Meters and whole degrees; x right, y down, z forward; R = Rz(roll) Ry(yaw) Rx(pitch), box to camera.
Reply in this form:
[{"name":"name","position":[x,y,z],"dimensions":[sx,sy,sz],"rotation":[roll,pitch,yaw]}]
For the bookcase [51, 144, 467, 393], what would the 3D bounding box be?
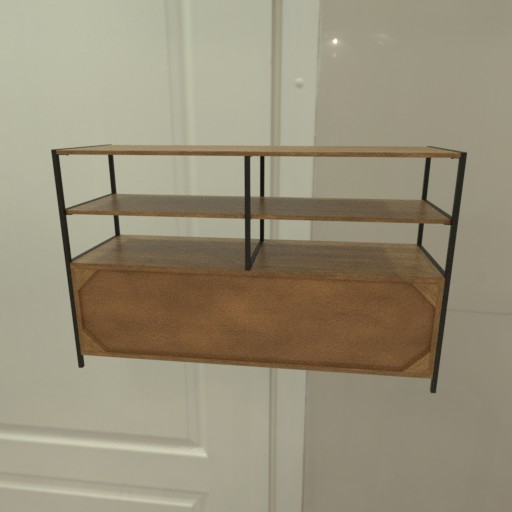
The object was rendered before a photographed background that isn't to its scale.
[{"name":"bookcase","position":[0.000,0.000,1.497],"dimensions":[1.149,0.712,0.391],"rotation":[2,16,7]}]
